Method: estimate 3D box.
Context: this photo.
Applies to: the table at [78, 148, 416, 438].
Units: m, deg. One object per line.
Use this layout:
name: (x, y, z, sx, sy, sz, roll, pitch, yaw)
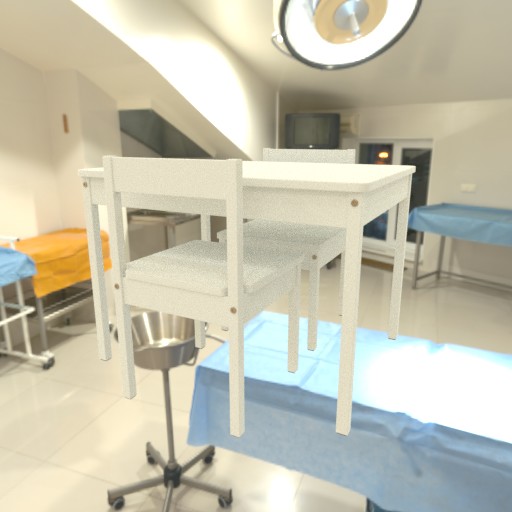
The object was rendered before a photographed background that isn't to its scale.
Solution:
table: (0.000, 0.000, 1.100, 0.650, 0.503, 0.672, 8, 17, 27)
